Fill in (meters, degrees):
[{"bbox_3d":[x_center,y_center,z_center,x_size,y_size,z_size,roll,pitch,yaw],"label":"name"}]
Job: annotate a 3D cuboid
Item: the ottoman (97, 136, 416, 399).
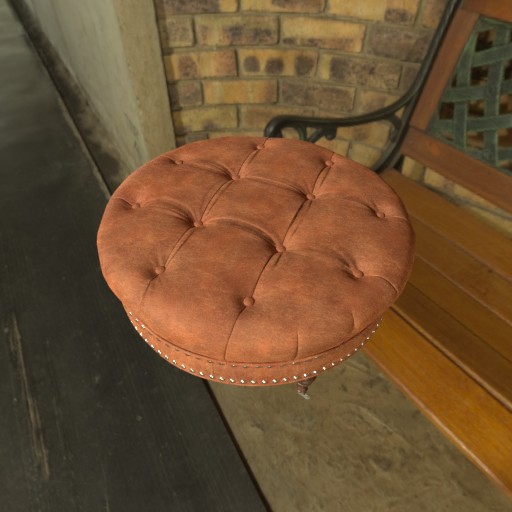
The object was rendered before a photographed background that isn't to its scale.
[{"bbox_3d":[0.000,0.000,1.397,0.901,0.444,0.901,0,45,0],"label":"ottoman"}]
